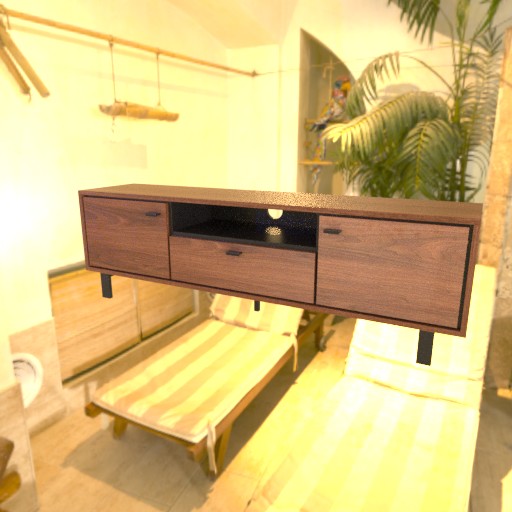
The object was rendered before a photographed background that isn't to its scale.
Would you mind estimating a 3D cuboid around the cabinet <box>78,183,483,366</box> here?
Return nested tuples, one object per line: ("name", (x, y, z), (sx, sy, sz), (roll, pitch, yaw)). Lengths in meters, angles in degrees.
("cabinet", (0.000, 0.000, 1.865), (1.650, 0.500, 0.400), (7, 17, 26))
